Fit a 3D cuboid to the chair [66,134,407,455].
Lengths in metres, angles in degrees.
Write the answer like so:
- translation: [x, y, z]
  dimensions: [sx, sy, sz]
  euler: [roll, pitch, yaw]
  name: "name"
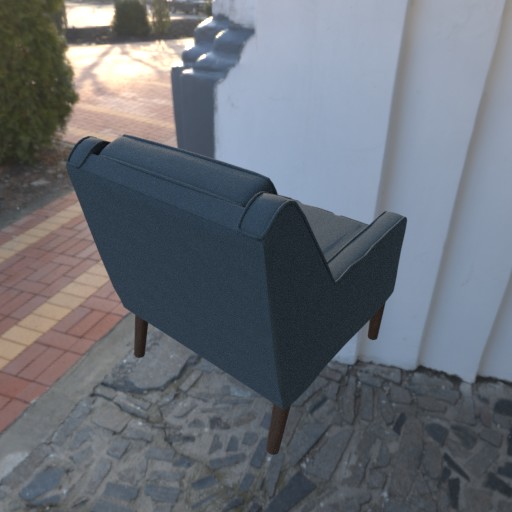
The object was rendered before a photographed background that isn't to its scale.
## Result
- translation: [0.000, 0.000, 1.352]
  dimensions: [0.663, 0.780, 0.733]
  euler: [23, 38, 33]
  name: "chair"
